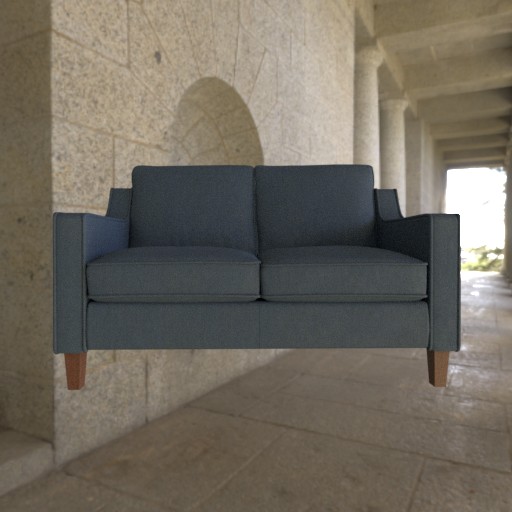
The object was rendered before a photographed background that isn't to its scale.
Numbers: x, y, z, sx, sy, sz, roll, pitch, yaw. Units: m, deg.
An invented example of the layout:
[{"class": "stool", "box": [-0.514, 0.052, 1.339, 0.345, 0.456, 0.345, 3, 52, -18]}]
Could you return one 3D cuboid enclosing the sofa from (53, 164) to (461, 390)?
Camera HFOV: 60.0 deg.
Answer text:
[{"class": "sofa", "box": [0.000, 0.000, 2.084, 1.501, 0.971, 0.987, 0, 1, -1]}]
